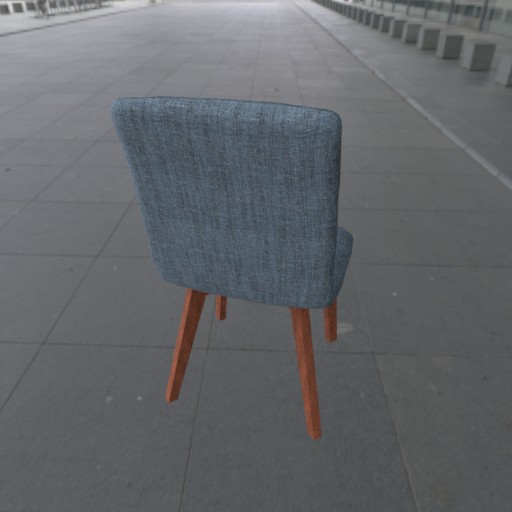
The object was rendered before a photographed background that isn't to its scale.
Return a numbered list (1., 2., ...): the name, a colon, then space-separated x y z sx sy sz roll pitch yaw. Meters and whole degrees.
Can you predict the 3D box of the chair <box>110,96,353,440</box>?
1. chair: 0.000 0.000 1.280 0.522 0.974 0.563 9 33 14
